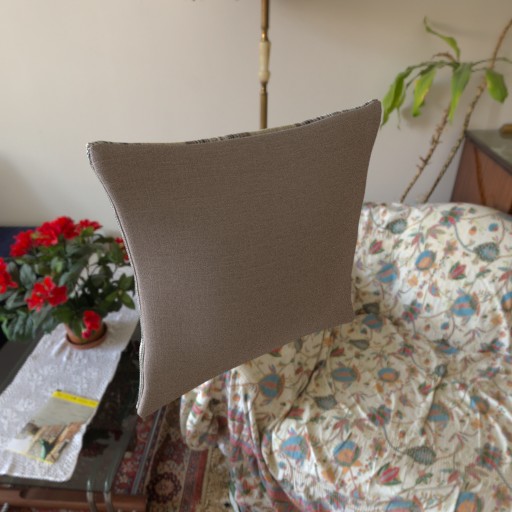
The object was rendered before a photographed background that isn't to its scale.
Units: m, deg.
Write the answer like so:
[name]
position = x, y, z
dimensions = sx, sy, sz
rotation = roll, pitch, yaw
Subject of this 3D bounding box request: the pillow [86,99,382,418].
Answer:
[pillow]
position = 0.000, 0.000, 0.670
dimensions = 0.435, 0.416, 0.189
rotation = -18, 35, -28
